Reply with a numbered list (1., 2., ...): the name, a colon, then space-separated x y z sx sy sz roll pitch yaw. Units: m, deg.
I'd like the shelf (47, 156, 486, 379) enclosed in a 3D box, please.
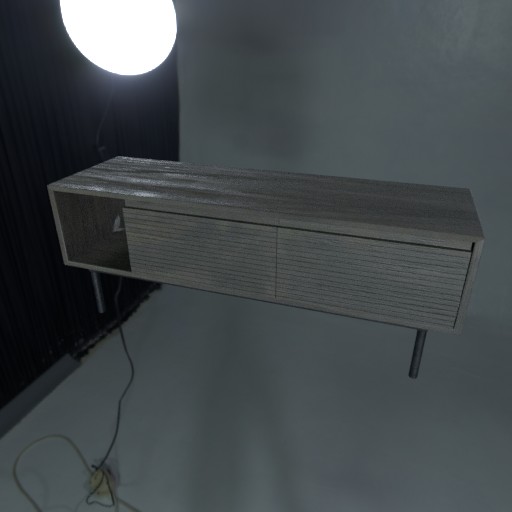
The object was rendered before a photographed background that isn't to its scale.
1. shelf: 0.000 0.000 1.529 1.300 0.495 0.400 9 28 16
